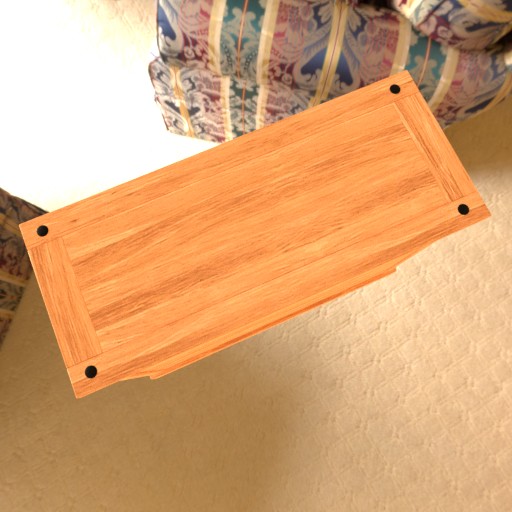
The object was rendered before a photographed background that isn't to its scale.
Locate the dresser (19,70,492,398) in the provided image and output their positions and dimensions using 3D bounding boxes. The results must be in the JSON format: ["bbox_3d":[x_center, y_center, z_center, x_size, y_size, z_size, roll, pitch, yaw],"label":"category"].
[{"bbox_3d":[0.000,0.000,1.359,0.990,0.740,0.410,-23,78,-5],"label":"dresser"}]
